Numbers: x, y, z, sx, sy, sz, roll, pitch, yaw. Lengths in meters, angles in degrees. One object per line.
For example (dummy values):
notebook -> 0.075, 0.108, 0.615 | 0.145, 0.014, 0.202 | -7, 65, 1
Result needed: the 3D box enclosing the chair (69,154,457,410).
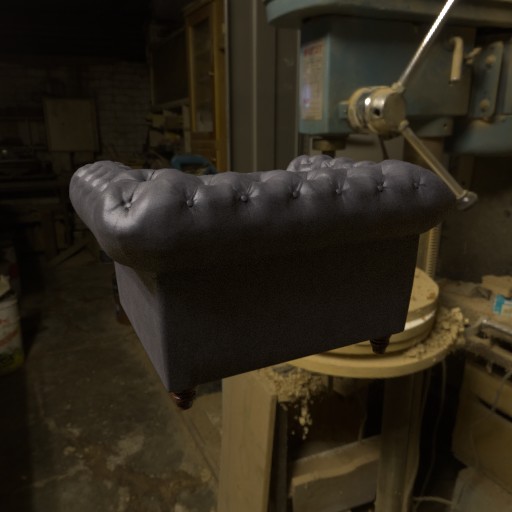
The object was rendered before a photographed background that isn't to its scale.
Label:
chair -> 0.000, 0.000, 1.804 | 1.298, 0.780, 0.943 | -8, 18, -25
